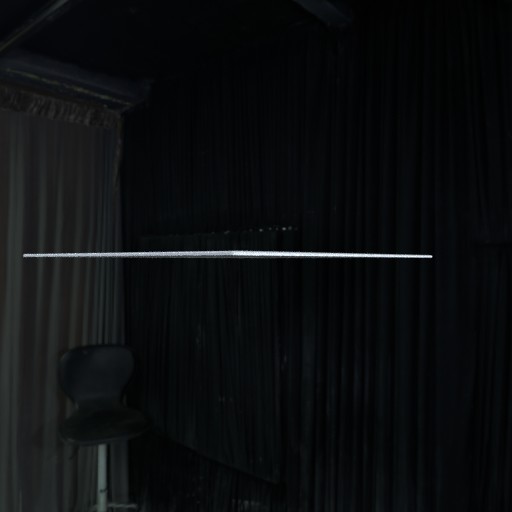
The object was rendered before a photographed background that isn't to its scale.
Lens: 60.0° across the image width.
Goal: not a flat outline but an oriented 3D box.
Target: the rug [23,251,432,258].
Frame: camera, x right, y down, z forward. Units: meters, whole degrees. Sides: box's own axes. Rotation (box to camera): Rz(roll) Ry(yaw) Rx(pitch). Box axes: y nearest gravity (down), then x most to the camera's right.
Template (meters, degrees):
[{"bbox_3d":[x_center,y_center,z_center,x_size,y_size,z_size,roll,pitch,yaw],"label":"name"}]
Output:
[{"bbox_3d":[0.000,0.000,2.243,1.217,0.011,1.747,0,-1,38],"label":"rug"}]
